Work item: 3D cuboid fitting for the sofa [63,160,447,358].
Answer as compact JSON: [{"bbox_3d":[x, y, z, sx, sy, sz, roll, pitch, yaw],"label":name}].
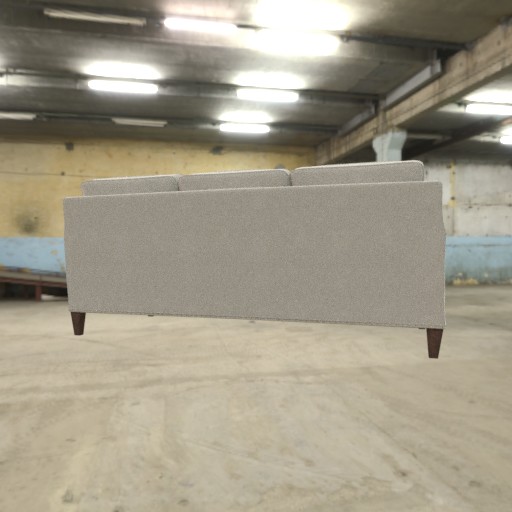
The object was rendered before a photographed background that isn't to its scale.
[{"bbox_3d":[0.000,0.000,2.899,2.246,1.003,1.084,0,0,17],"label":"sofa"}]
